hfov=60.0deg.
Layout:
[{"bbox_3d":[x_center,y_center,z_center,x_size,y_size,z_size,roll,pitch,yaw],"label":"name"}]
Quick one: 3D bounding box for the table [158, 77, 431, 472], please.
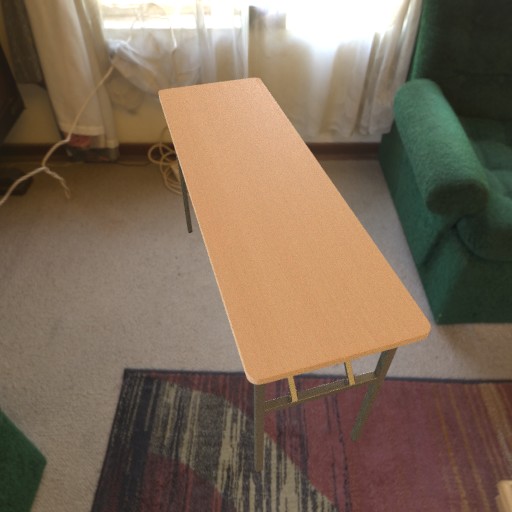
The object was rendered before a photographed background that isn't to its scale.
[{"bbox_3d":[0.000,0.000,1.708,0.446,0.750,1.397,-12,47,-12],"label":"table"}]
